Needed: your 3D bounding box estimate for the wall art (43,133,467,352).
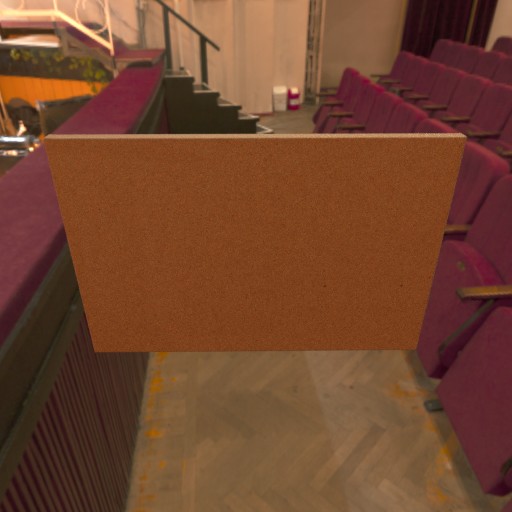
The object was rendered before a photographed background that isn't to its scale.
[{"bbox_3d":[0.000,0.000,0.754,0.615,0.410,0.021,0,30,-1],"label":"wall art"}]
